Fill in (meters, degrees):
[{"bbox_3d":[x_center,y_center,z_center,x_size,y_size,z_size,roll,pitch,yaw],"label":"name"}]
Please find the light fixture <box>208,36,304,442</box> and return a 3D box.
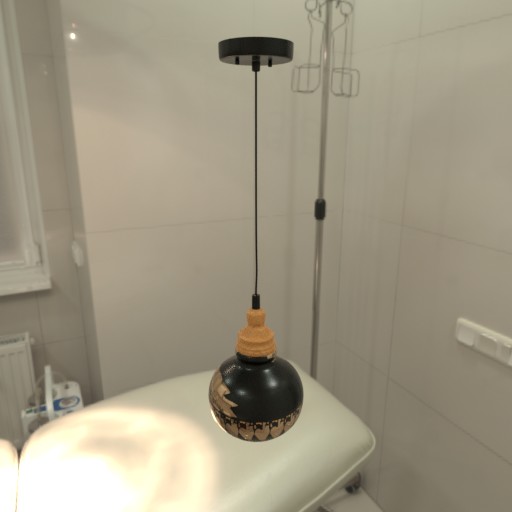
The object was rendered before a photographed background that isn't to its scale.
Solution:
[{"bbox_3d":[0.000,0.000,1.837,0.430,1.606,0.430,-7,17,-24],"label":"light fixture"}]
